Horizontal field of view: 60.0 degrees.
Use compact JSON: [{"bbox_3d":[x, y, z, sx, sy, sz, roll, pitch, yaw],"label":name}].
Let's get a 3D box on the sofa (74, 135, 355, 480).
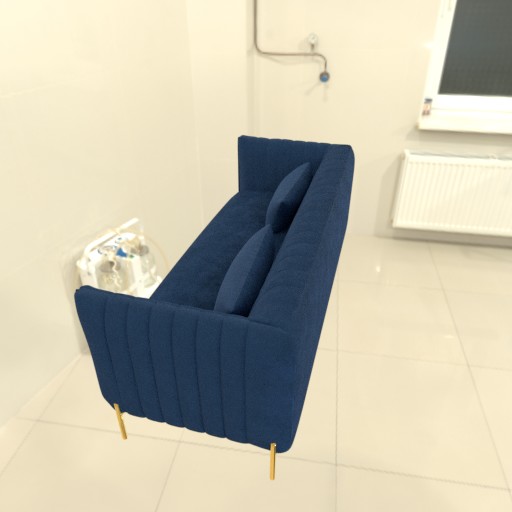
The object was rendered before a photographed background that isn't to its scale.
[{"bbox_3d":[0.000,0.000,2.572,0.896,0.793,2.136,9,33,14],"label":"sofa"}]
